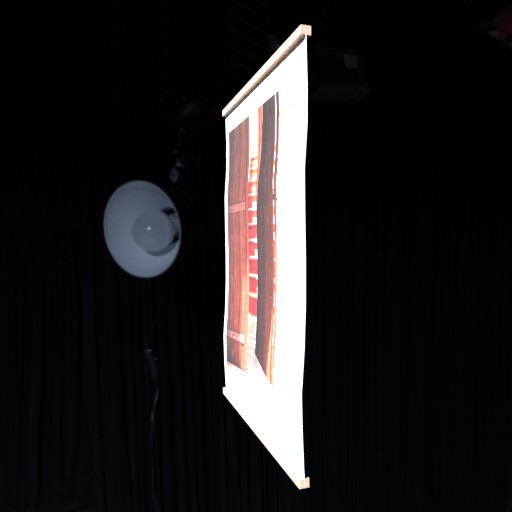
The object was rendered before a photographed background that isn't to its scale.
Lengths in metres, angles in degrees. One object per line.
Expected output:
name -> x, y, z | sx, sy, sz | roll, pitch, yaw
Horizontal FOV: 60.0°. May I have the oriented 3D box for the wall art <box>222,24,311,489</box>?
wall art -> 0.000, 0.000, 0.643 | 0.012, 0.508, 0.332 | -1, 2, -19
